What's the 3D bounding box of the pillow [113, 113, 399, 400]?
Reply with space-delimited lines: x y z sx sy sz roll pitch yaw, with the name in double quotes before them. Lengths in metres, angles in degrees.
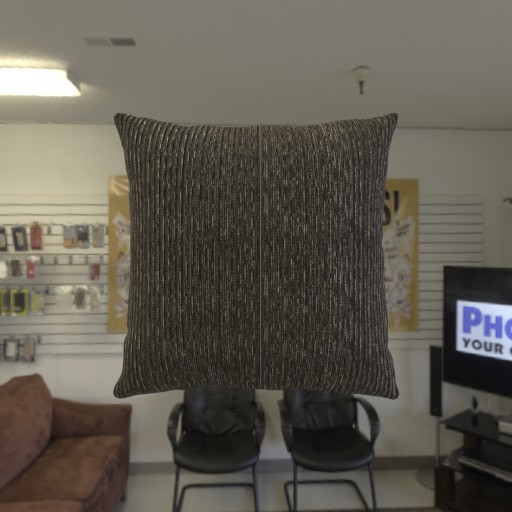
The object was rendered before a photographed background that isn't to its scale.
"pillow" 0.000 0.000 0.669 0.433 0.434 0.196 0 0 0
